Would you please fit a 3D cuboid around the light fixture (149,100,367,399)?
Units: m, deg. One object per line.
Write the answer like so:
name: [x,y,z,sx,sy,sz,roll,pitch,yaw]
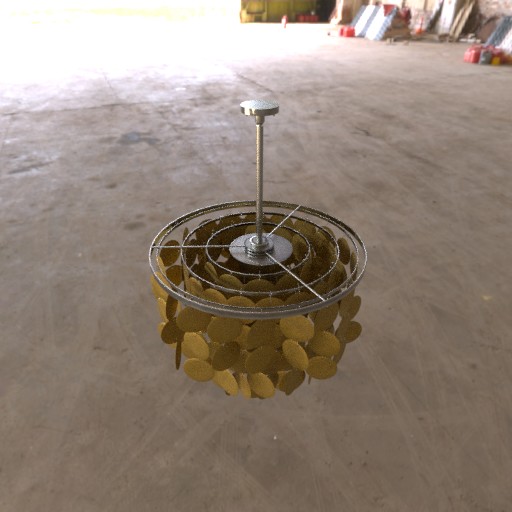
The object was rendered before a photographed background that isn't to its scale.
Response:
light fixture: [0.000,0.000,0.742,0.368,0.492,0.368,0,32,0]
